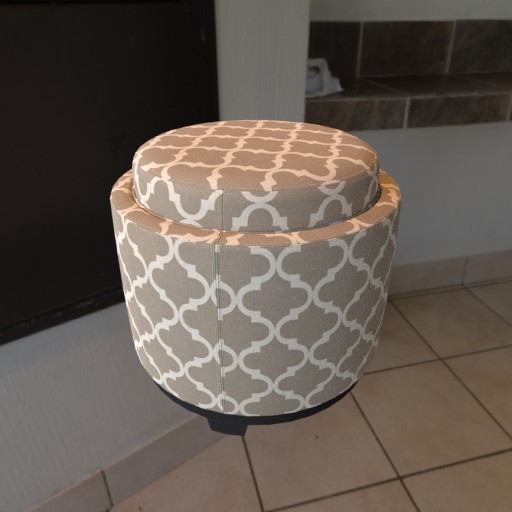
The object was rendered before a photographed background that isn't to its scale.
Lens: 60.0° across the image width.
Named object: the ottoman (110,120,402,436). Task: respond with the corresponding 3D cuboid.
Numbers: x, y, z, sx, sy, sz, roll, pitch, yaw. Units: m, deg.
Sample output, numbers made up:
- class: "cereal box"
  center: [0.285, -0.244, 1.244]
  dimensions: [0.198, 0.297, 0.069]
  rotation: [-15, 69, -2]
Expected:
- class: "ottoman"
  center: [0.000, 0.000, 0.815]
  dimensions: [0.480, 0.429, 0.480]
  rotation: [0, 29, 0]
